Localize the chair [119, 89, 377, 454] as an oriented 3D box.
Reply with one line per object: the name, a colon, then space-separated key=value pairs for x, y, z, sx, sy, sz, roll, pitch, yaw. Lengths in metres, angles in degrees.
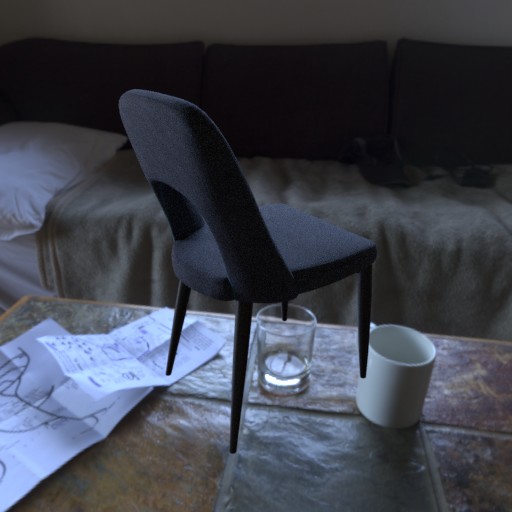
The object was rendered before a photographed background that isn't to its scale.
chair: x=0.000 y=0.000 z=1.285 sx=0.612 sy=0.931 sz=0.470 roll=-18 pitch=31 yaw=-32
